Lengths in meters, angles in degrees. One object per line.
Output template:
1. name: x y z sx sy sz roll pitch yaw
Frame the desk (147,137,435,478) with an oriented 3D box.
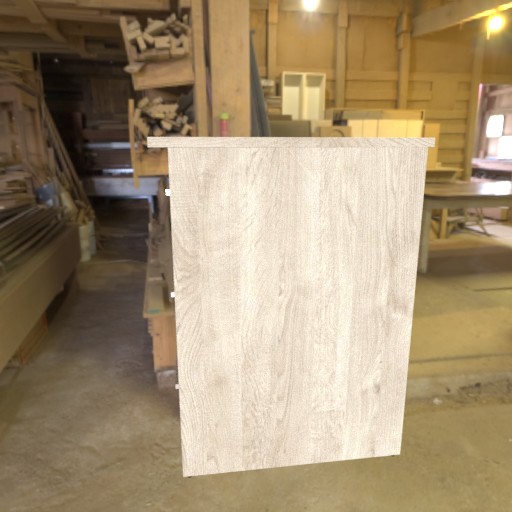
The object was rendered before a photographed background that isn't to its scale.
1. desk: 0.000 0.000 1.457 0.560 0.735 1.097 -2 14 -8
